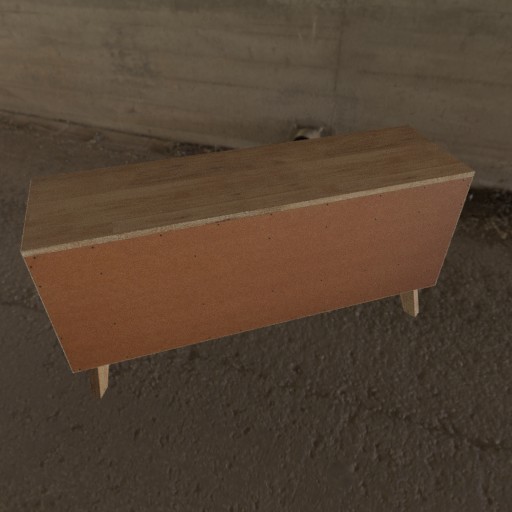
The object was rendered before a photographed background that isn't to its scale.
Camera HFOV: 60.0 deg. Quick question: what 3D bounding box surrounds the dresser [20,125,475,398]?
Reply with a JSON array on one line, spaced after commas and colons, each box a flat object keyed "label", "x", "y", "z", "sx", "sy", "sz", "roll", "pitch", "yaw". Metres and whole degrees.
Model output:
[{"label": "dresser", "x": 0.000, "y": 0.000, "z": 1.911, "sx": 1.602, "sy": 0.788, "sz": 0.455, "roll": -11, "pitch": 41, "yaw": -14}]
